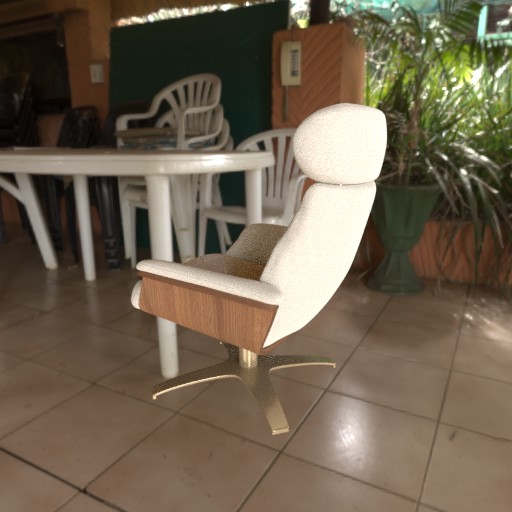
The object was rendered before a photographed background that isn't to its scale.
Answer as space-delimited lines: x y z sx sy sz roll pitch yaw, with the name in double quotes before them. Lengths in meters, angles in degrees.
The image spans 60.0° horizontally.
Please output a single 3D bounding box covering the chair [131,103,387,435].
"chair" 0.000 0.000 1.583 0.837 0.995 0.785 8 16 26
